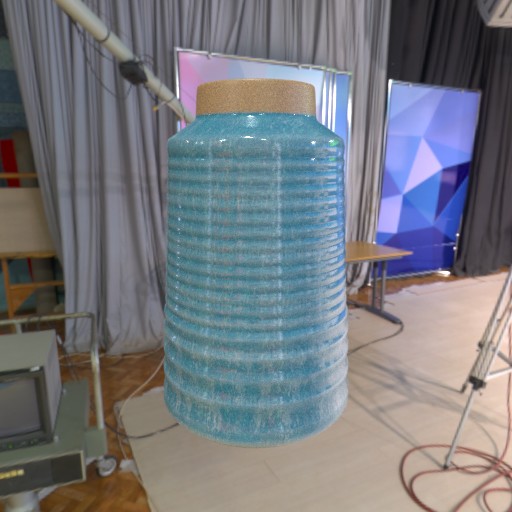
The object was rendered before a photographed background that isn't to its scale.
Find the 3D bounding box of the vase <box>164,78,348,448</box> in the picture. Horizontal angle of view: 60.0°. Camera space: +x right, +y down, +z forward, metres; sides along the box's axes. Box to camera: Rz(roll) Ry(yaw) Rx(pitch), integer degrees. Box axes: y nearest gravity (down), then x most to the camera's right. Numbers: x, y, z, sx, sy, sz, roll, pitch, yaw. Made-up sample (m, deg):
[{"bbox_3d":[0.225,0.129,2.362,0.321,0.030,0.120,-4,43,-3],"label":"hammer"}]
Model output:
[{"bbox_3d":[0.000,0.000,0.372,0.163,0.267,0.163,0,13,0],"label":"vase"}]
